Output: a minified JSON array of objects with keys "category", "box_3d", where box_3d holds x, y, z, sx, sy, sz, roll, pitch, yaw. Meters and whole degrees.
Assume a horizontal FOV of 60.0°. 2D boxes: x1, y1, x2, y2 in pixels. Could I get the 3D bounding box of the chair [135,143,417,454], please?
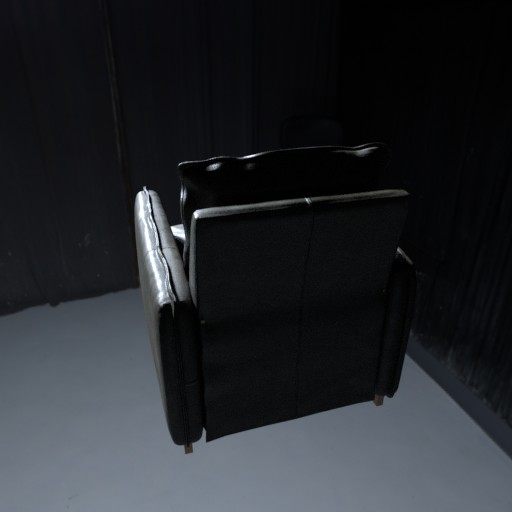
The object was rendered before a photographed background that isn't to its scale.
[{"category":"chair","box_3d":[0.000,0.000,1.615,0.830,0.921,0.921,-8,28,-15]}]
